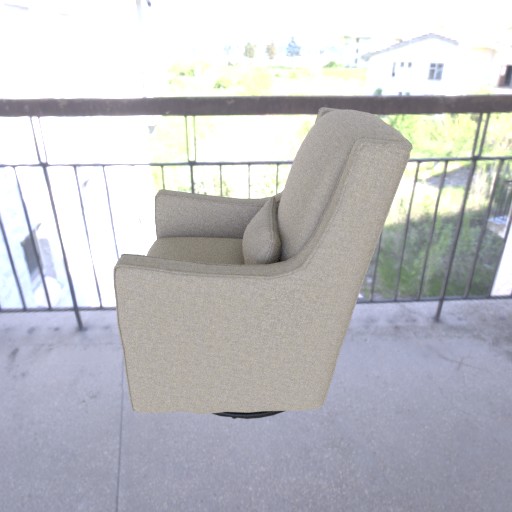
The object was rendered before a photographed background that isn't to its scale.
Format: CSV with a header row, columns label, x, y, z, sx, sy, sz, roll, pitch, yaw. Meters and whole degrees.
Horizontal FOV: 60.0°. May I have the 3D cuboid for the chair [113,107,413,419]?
label,x,y,z,sx,sy,sz,roll,pitch,yaw
chair,0.000,0.000,1.624,0.879,0.993,0.732,-1,26,-1
